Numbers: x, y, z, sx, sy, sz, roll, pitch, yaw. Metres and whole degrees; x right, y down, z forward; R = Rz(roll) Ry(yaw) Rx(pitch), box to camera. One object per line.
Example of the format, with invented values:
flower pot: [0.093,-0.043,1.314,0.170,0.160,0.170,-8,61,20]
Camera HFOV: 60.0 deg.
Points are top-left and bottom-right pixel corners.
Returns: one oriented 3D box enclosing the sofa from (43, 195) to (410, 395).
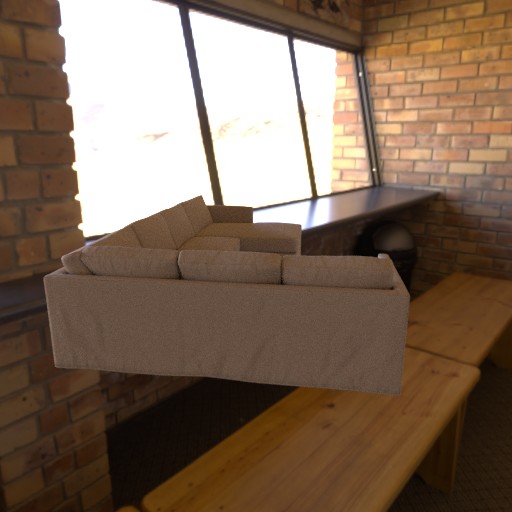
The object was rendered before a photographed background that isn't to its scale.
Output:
sofa: [0.000,0.000,4.548,2.427,0.882,3.460,2,15,8]
